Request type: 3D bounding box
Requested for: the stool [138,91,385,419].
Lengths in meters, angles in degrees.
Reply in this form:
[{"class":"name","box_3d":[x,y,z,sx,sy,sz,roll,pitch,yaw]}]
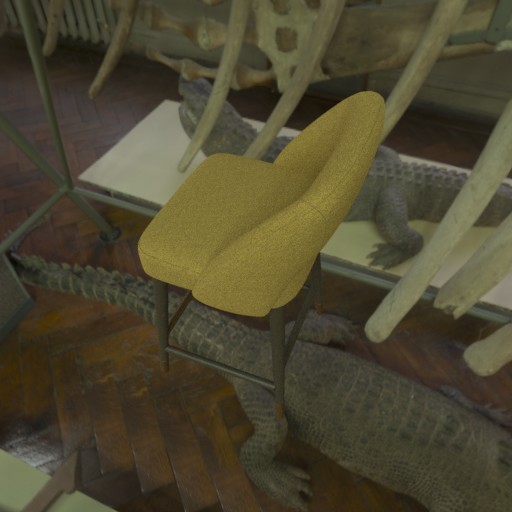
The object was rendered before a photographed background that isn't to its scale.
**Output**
[{"class":"stool","box_3d":[0.000,0.000,1.263,0.522,0.939,0.536,17,50,15]}]
